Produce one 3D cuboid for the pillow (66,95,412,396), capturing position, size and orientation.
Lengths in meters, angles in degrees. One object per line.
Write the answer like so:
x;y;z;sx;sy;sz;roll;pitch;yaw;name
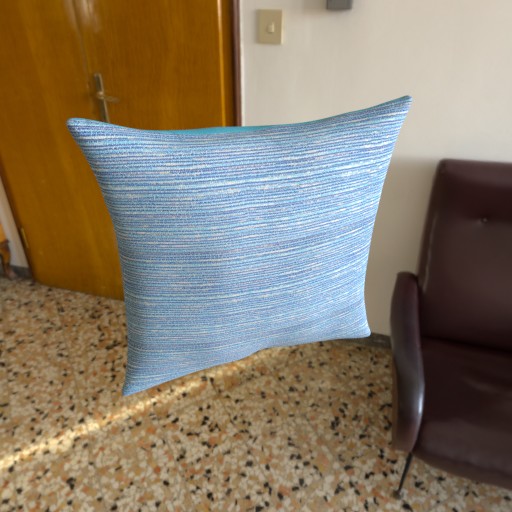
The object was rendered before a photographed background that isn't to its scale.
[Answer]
0.000;0.000;0.750;0.514;0.497;0.150;-10;33;-16;pillow
